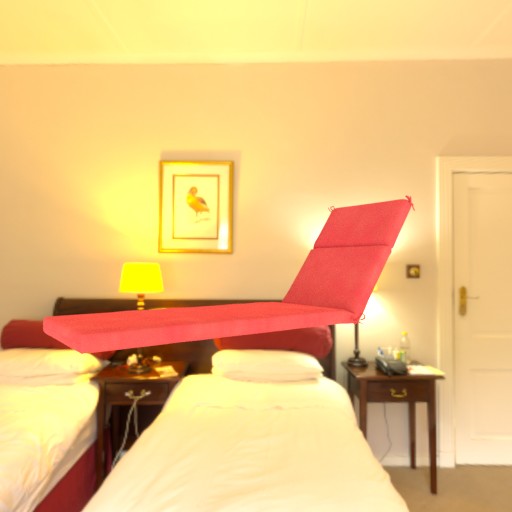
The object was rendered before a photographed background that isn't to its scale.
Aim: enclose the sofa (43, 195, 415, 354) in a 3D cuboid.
[{"bbox_3d":[0.000,0.000,1.991,1.663,0.622,0.582,1,-1,-37],"label":"sofa"}]
